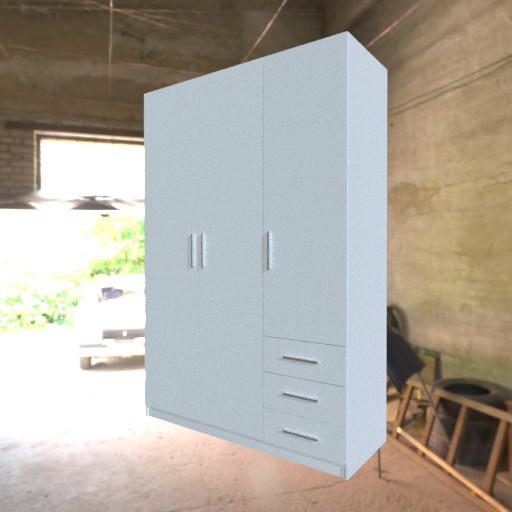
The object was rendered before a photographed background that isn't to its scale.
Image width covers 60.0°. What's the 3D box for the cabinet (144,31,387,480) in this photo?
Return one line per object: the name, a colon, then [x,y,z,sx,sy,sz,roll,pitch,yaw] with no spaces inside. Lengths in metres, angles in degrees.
cabinet: [0.000,0.000,2.449,1.290,1.910,0.510,0,1,36]
